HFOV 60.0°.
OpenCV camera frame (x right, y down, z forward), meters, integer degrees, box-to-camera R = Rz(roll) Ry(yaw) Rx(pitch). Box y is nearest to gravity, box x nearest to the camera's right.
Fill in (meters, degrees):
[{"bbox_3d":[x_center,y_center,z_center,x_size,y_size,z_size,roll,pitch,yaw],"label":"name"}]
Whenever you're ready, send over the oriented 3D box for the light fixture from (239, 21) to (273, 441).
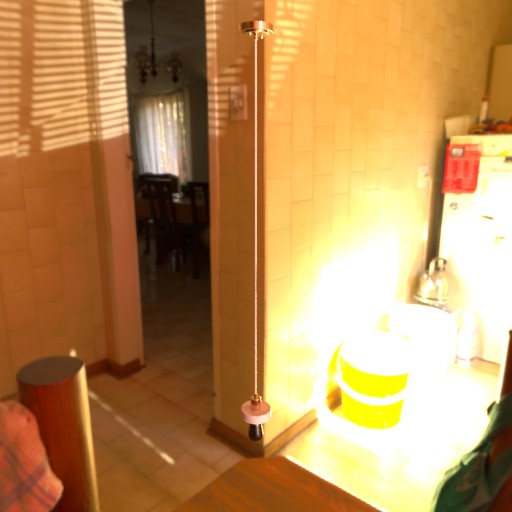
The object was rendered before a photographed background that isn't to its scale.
[{"bbox_3d":[0.000,0.000,1.759,0.129,1.669,0.129,3,14,10],"label":"light fixture"}]
